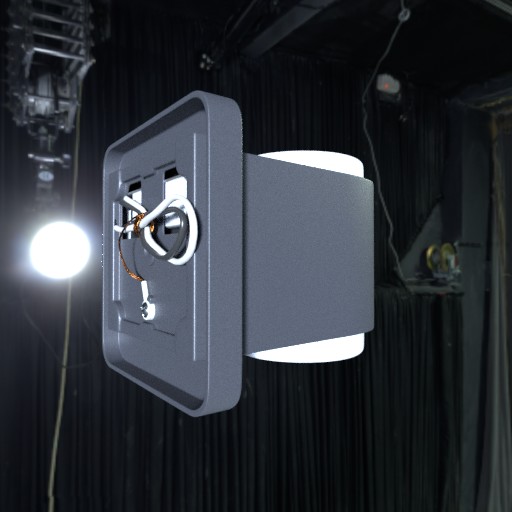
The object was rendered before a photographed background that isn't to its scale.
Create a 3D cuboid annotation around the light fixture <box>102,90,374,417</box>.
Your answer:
[{"bbox_3d":[0.000,0.000,0.217,0.132,0.109,0.109,0,-1,-36],"label":"light fixture"}]
